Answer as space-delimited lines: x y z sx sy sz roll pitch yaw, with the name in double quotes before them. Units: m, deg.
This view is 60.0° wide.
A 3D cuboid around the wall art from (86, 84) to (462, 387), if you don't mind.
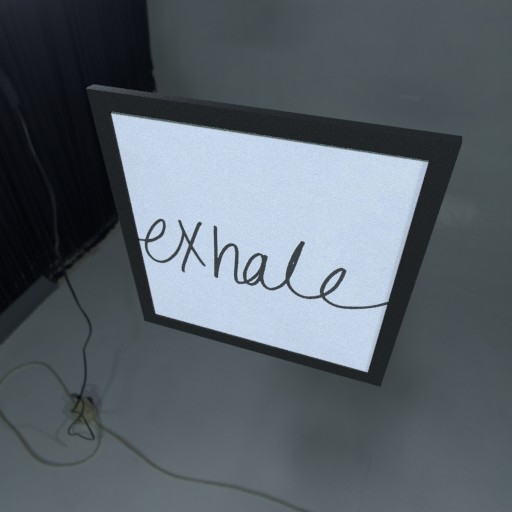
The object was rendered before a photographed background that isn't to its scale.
"wall art" 0.000 0.000 0.525 0.358 0.357 0.012 13 43 14
